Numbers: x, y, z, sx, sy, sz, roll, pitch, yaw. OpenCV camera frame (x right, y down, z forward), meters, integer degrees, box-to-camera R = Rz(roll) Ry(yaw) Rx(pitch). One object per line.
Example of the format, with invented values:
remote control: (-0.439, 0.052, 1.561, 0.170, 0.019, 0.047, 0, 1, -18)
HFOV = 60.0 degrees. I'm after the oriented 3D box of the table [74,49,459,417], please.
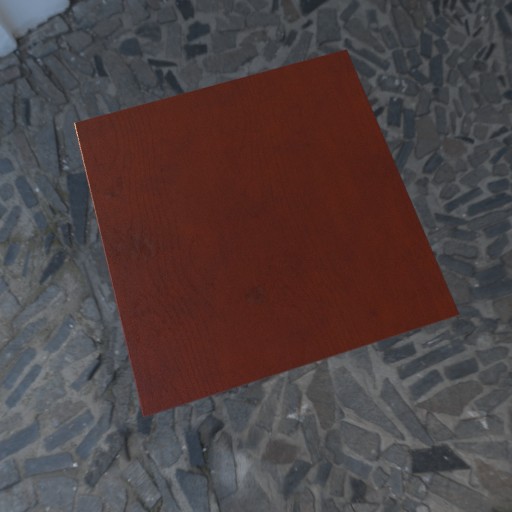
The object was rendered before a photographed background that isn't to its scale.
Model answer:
table: (0.000, 0.000, 0.990, 0.522, 0.558, 0.523, -14, 76, -4)
